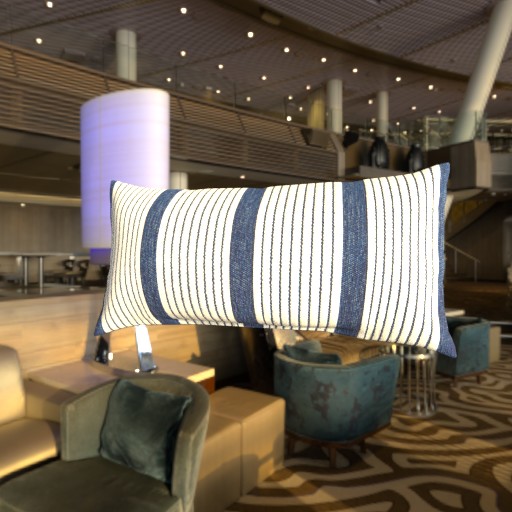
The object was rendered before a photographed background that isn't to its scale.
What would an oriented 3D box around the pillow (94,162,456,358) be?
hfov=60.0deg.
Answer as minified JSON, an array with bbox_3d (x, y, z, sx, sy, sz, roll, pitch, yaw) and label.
[{"bbox_3d":[0.000,0.000,0.739,0.608,0.292,0.156,0,0,18],"label":"pillow"}]
